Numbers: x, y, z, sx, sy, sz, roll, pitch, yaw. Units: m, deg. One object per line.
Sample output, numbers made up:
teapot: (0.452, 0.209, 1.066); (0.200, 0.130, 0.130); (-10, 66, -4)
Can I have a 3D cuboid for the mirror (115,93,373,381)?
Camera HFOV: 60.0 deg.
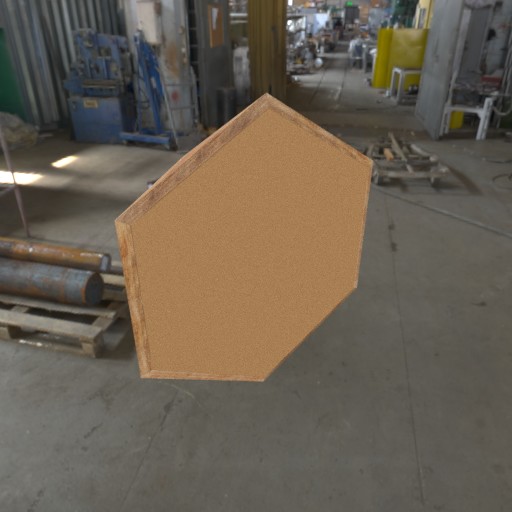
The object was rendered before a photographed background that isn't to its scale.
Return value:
mirror: (0.000, 0.000, 1.101); (0.675, 0.779, 0.091); (-18, 33, -29)
